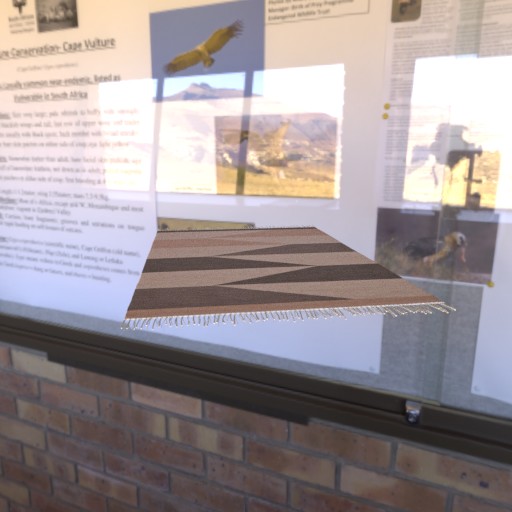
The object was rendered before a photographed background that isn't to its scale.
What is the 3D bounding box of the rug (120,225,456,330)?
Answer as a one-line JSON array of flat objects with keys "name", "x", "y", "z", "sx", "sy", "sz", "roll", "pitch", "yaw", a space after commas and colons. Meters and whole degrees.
[{"name": "rug", "x": 0.000, "y": 0.000, "z": 2.532, "sx": 1.224, "sy": 0.027, "sz": 2.021, "roll": -2, "pitch": 13, "yaw": -8}]
